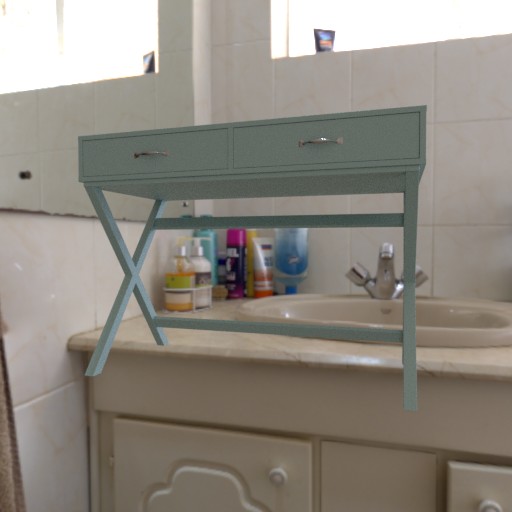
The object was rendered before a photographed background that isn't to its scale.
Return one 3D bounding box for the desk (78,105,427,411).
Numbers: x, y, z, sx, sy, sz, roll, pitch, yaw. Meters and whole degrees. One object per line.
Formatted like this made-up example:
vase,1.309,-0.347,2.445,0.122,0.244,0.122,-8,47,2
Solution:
desk,0.000,0.000,1.515,1.057,0.780,0.525,0,2,18
